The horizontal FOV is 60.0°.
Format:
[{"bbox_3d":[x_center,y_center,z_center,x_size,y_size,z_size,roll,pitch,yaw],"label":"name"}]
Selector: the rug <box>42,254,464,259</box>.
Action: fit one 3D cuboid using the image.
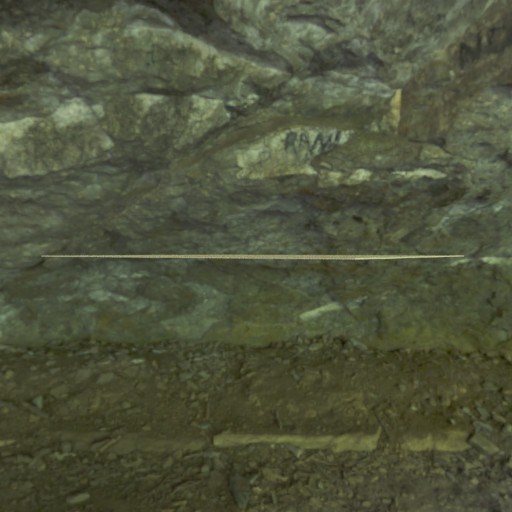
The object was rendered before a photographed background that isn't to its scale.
[{"bbox_3d":[0.000,0.000,4.091,3.048,0.012,2.444,0,1,37],"label":"rug"}]
